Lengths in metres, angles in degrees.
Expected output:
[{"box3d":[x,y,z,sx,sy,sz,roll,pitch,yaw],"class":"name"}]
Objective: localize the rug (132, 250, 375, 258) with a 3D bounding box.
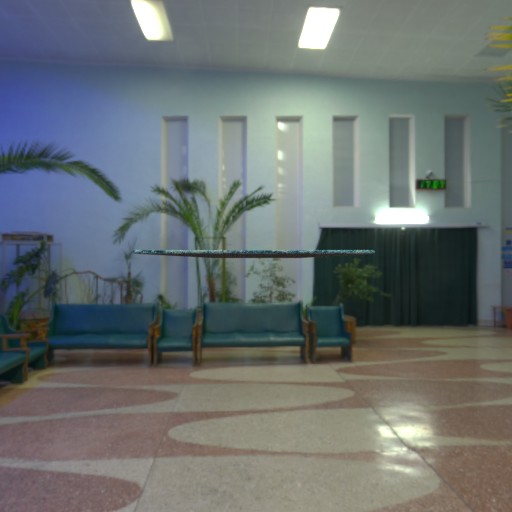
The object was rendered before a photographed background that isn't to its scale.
[{"box3d":[0.000,0.000,2.581,0.750,0.011,2.435,0,-1,0],"class":"rug"}]
